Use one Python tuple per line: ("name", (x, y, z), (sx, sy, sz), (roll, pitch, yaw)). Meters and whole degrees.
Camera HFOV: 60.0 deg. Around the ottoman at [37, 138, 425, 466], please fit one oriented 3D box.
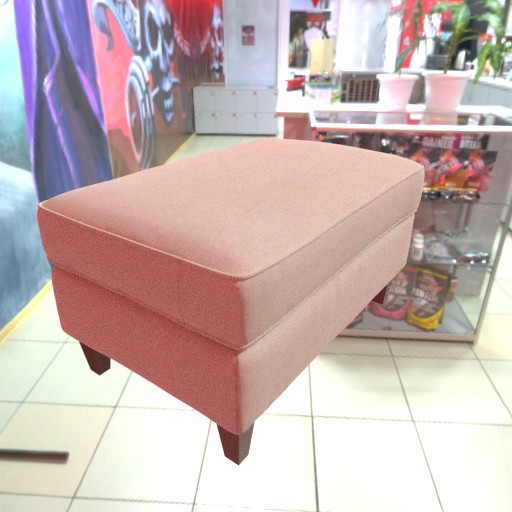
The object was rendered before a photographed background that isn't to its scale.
("ottoman", (0.000, 0.000, 1.173), (0.583, 0.484, 0.862), (18, 32, 32))
